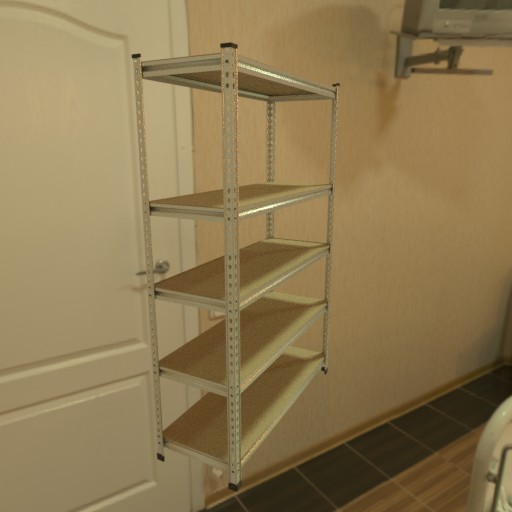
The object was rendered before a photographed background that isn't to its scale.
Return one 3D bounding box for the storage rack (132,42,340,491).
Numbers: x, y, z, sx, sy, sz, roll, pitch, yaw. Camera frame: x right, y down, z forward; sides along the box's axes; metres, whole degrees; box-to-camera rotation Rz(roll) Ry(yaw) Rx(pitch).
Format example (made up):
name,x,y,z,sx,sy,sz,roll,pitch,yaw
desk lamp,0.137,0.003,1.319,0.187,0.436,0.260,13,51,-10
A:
name,x,y,z,sx,sy,sz,roll,pitch,yaw
storage rack,0.000,0.000,2.360,0.457,1.829,1.219,7,16,27
